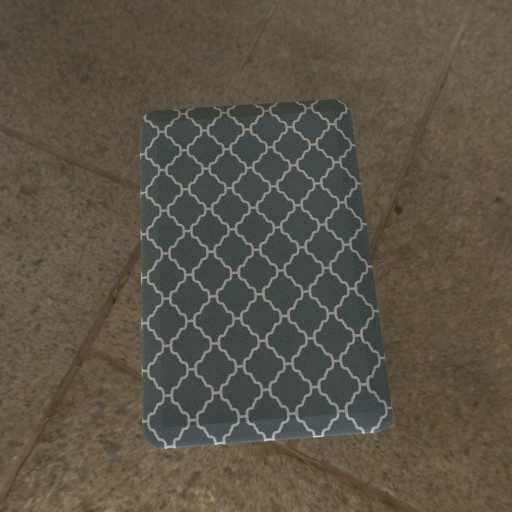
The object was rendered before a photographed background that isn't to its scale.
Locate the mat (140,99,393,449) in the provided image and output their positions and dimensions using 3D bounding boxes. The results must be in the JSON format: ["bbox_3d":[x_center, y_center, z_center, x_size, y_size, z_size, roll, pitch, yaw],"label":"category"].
[{"bbox_3d":[0.000,0.000,0.975,0.508,0.021,0.762,-4,76,-1],"label":"mat"}]
